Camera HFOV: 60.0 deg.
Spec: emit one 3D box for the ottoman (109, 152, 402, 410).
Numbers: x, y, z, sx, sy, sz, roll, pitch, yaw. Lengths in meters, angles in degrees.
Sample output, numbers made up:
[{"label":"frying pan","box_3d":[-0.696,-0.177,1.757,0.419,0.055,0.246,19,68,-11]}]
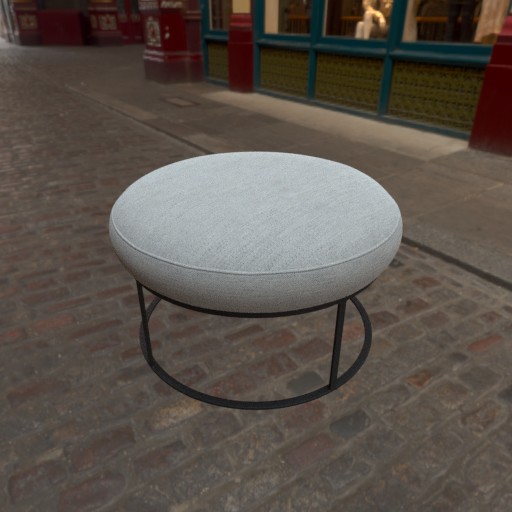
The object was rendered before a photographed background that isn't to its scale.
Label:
[{"label":"ottoman","box_3d":[0.000,0.000,1.271,0.769,0.459,0.769,0,30,0]}]
